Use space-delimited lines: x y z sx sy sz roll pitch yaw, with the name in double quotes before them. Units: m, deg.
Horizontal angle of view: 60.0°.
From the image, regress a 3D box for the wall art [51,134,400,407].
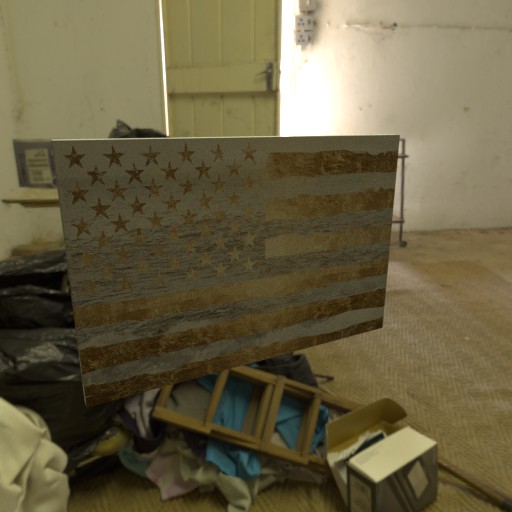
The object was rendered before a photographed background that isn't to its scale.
"wall art" 0.000 0.000 1.464 1.145 0.762 0.041 -9 19 -26
